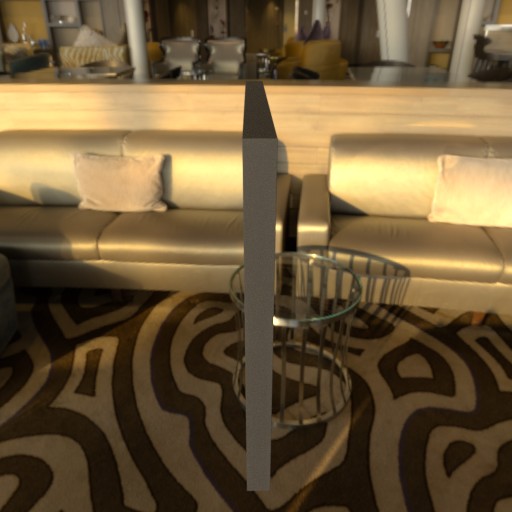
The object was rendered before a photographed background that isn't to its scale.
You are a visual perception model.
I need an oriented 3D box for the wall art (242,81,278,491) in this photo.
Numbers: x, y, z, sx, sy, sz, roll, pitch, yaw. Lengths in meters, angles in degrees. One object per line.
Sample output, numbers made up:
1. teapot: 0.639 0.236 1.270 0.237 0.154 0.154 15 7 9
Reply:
1. wall art: 0.000 0.000 0.755 0.033 0.507 0.508 0 27 -1
